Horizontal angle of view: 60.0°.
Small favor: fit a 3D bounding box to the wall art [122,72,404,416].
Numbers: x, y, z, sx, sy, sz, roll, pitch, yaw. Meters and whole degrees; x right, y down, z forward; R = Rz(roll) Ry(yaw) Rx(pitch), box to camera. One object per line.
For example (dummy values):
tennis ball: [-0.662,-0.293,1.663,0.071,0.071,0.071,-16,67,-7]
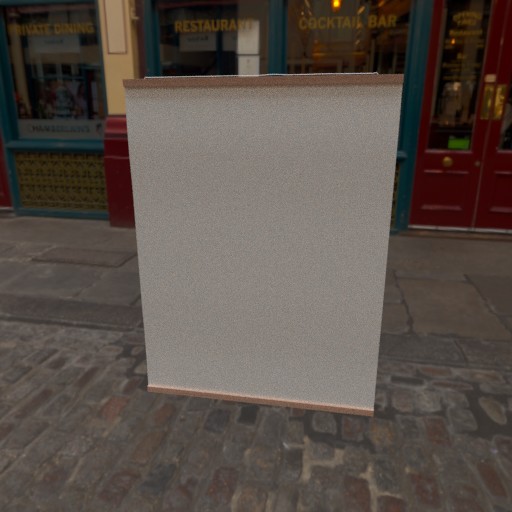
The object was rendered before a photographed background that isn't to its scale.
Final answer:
wall art: [0.000,0.000,1.330,0.758,1.013,0.020,3,17,10]
